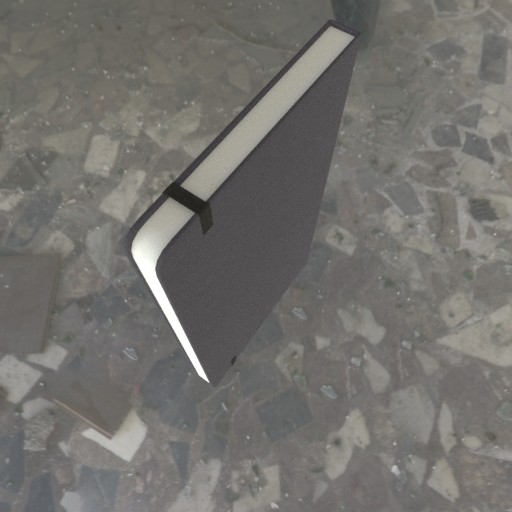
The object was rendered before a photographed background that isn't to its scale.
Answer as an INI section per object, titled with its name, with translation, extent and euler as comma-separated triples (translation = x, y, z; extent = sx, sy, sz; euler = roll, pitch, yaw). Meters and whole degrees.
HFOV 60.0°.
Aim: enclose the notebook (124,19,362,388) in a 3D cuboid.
[notebook]
translation = 0.000, 0.000, 0.252
extent = 0.016, 0.213, 0.127
euler = 32, 68, 15
